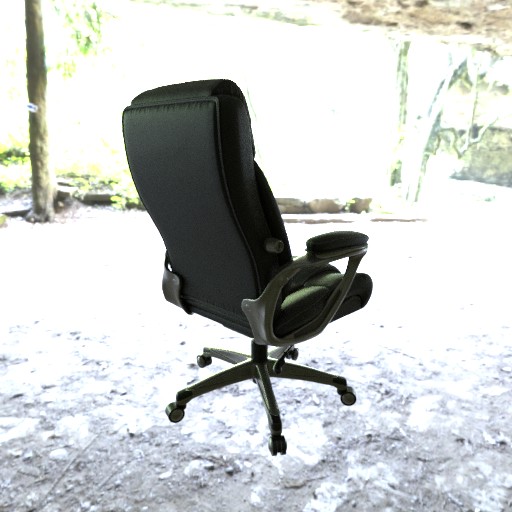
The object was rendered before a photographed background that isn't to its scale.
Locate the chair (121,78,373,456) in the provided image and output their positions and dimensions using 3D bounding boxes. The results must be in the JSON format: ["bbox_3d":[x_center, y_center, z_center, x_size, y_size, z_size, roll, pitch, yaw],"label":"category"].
[{"bbox_3d":[0.000,0.000,1.661,0.741,1.167,0.784,13,19,43],"label":"chair"}]
